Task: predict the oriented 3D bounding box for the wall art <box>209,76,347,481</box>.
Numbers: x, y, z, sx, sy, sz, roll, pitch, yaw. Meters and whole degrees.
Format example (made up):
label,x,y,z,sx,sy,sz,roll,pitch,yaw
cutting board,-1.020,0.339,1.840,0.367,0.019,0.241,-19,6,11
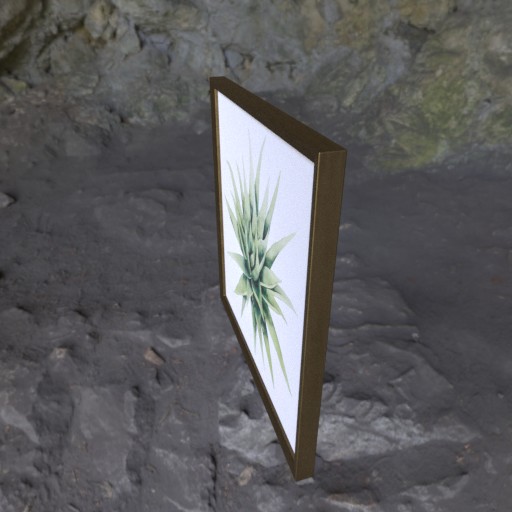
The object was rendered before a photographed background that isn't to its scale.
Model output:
label,x,y,z,sx,sy,sz,roll,pitch,yaw
wall art,0.000,0.000,0.755,0.030,0.506,0.503,-9,31,-15
